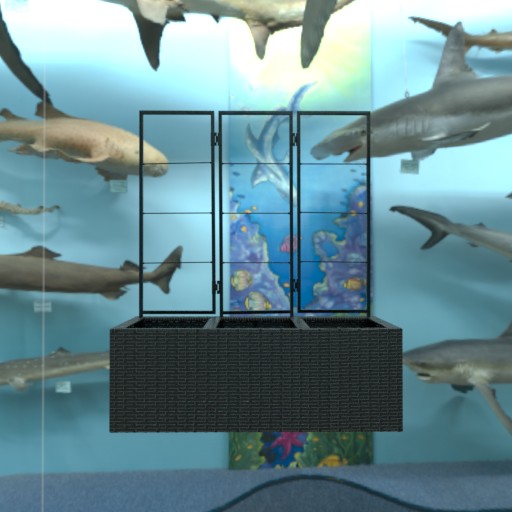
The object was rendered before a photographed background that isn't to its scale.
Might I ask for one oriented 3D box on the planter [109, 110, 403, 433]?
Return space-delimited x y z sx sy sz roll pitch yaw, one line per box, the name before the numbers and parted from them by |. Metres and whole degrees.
planter | 0.000 0.000 1.175 0.699 0.841 0.244 0 -1 -1
